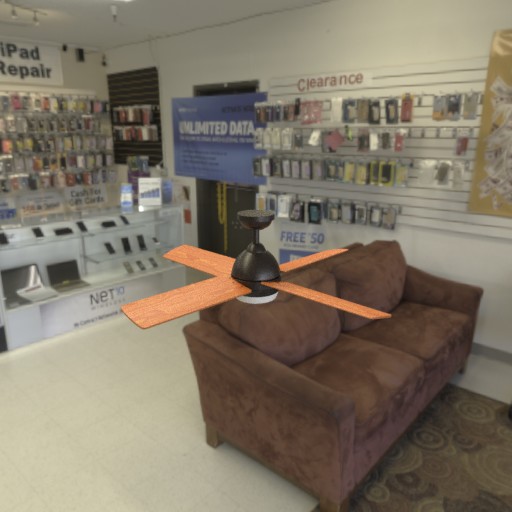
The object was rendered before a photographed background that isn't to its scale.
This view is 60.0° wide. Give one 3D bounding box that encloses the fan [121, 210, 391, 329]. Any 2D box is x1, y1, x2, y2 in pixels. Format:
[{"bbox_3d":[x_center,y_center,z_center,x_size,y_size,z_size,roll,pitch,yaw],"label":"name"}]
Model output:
[{"bbox_3d":[0.000,0.000,2.056,1.332,0.403,1.332,15,22,42],"label":"fan"}]
